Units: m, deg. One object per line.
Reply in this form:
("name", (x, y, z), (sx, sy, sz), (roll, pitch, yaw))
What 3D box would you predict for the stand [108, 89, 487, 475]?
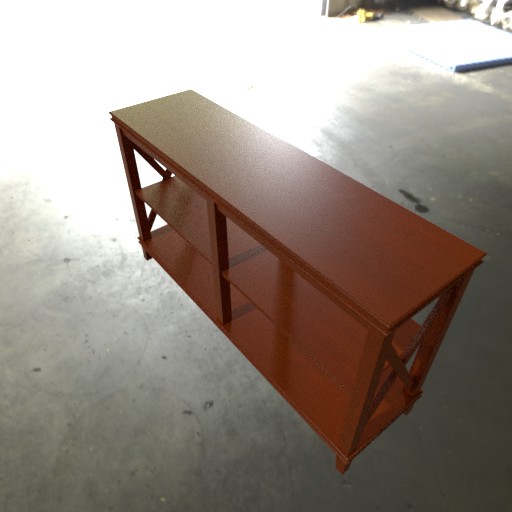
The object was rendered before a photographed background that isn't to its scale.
("stand", (0.000, 0.000, 1.666), (0.381, 0.762, 1.372), (-28, 49, -28))
